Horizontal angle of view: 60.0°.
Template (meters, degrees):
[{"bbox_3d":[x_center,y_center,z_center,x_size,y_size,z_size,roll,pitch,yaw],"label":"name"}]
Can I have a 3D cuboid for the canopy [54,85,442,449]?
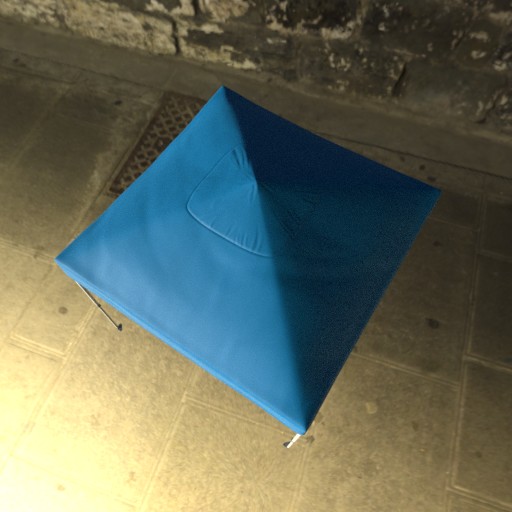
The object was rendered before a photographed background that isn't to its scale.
[{"bbox_3d":[0.000,0.000,5.355,2.998,2.997,2.996,30,67,15],"label":"canopy"}]
